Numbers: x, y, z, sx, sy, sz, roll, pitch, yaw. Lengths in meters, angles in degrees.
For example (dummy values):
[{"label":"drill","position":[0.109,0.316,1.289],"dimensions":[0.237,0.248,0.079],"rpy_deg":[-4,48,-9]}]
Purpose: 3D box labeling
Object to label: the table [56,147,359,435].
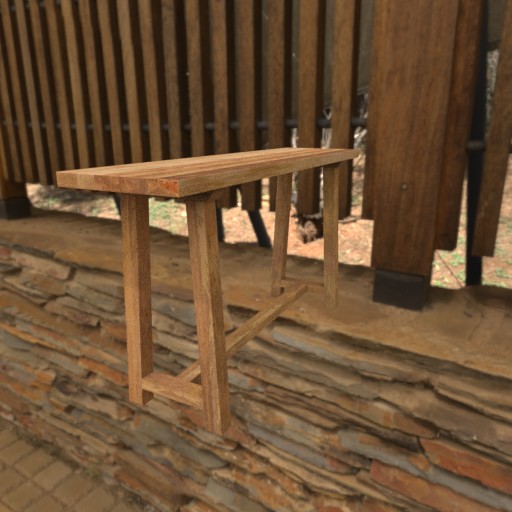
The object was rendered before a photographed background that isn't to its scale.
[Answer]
[{"label":"table","position":[0.000,0.000,1.854],"dimensions":[0.405,0.810,1.524],"rpy_deg":[8,18,27]}]
